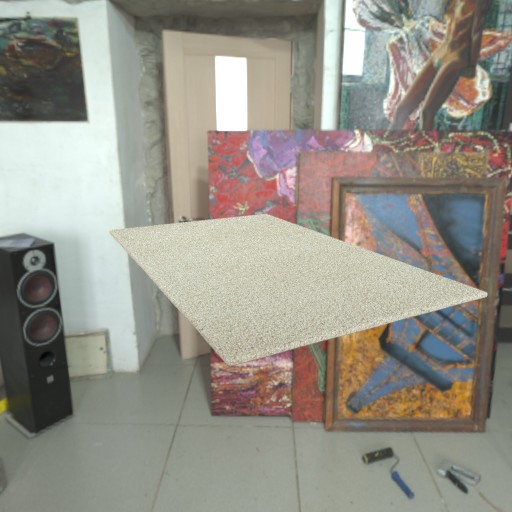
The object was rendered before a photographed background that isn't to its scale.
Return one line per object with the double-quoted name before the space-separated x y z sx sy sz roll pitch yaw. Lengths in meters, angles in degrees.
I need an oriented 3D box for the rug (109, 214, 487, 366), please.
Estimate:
"rug" 0.000 0.000 3.053 1.524 0.030 2.438 -9 19 -27
